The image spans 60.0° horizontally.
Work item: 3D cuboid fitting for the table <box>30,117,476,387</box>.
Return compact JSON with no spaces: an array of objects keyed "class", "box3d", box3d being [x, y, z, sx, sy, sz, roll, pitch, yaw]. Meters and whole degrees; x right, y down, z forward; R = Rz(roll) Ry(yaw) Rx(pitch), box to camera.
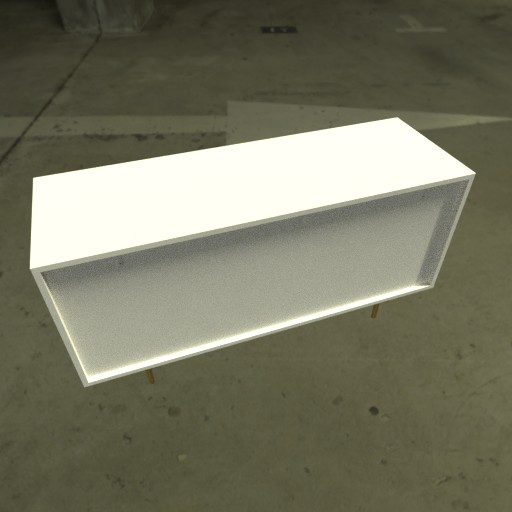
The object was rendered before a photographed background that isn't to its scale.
[{"class":"table","box3d":[0.000,0.000,1.840,1.500,0.769,0.508,-13,43,-15]}]
